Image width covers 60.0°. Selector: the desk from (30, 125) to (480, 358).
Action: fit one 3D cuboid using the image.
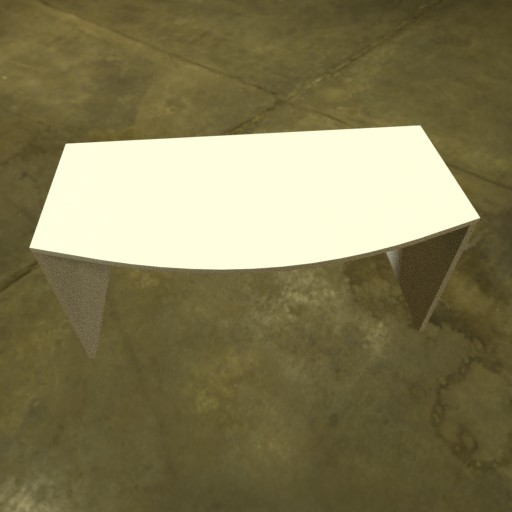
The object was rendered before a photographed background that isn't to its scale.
[{"bbox_3d":[0.000,0.000,1.999,1.600,0.750,0.802,-4,47,-4],"label":"desk"}]
